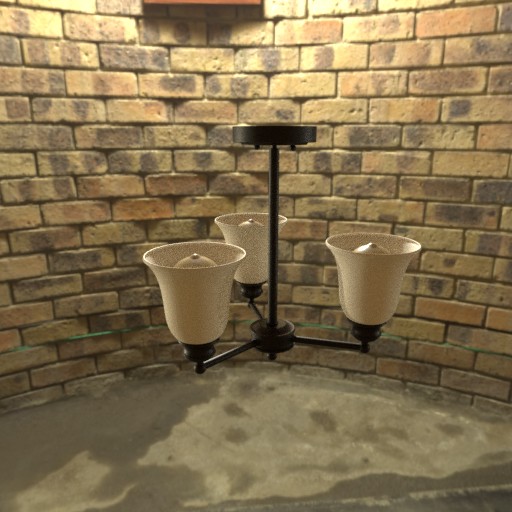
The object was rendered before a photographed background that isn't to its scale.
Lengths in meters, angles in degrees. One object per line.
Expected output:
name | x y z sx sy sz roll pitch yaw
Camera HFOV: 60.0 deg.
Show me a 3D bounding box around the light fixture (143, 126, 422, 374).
light fixture | 0.000 0.000 0.658 0.354 0.370 0.388 -14 21 -42
